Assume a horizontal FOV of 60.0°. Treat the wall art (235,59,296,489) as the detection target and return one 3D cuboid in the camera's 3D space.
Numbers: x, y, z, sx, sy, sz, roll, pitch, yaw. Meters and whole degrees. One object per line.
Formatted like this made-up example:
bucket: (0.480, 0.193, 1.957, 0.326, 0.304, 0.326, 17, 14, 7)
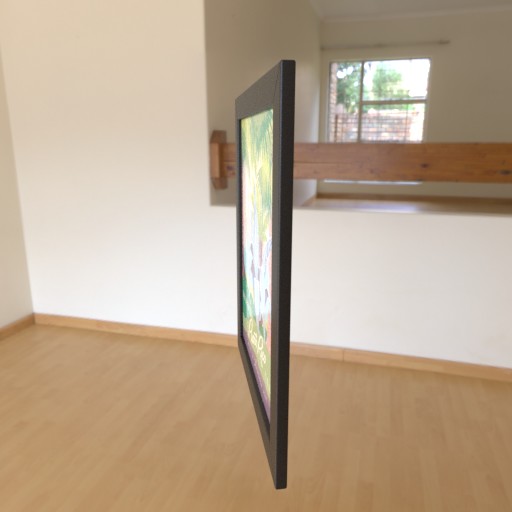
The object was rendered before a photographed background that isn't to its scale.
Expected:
wall art: (0.000, 0.000, 0.805, 0.018, 0.582, 0.481, -2, 15, -9)
